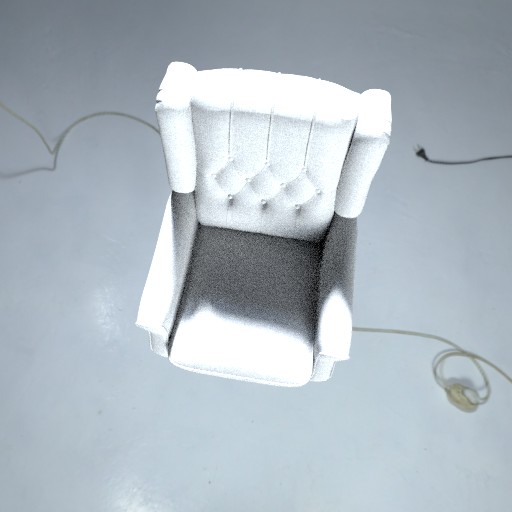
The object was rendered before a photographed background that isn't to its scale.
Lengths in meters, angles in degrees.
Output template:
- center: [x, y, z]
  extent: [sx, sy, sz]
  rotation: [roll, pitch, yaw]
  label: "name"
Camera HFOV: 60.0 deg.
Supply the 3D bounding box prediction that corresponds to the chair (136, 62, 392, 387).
- center: [0.000, 0.000, 1.637]
  extent: [0.742, 1.035, 0.902]
  rotation: [9, 76, 2]
  label: "chair"
